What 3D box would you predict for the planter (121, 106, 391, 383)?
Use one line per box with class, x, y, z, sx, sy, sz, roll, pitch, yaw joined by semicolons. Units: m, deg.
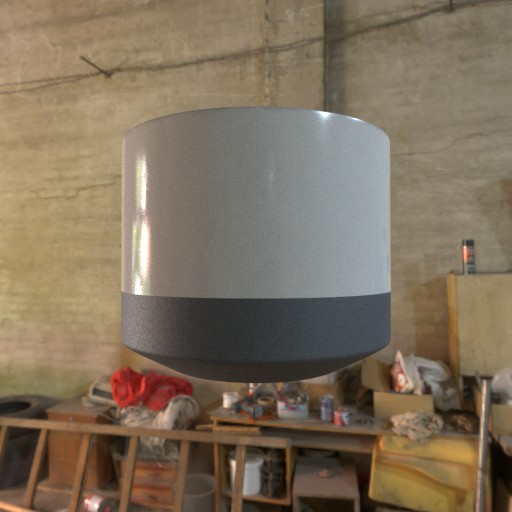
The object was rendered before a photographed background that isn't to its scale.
planter;0.000;0.000;0.221;0.128;0.105;0.128;0;-1;0
